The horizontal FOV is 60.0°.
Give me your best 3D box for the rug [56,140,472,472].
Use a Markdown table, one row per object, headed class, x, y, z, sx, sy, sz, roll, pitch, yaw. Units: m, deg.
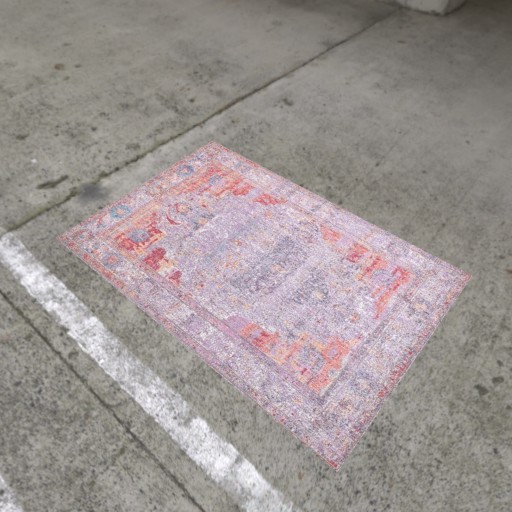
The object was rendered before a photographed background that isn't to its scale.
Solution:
| class | x | y | z | sx | sy | sz | roll | pitch | yaw |
| --- | --- | --- | --- | --- | --- | --- | --- | --- | --- |
| rug | 0.000 | 0.000 | 2.324 | 1.829 | 0.005 | 1.219 | 33 | 56 | 26 |
